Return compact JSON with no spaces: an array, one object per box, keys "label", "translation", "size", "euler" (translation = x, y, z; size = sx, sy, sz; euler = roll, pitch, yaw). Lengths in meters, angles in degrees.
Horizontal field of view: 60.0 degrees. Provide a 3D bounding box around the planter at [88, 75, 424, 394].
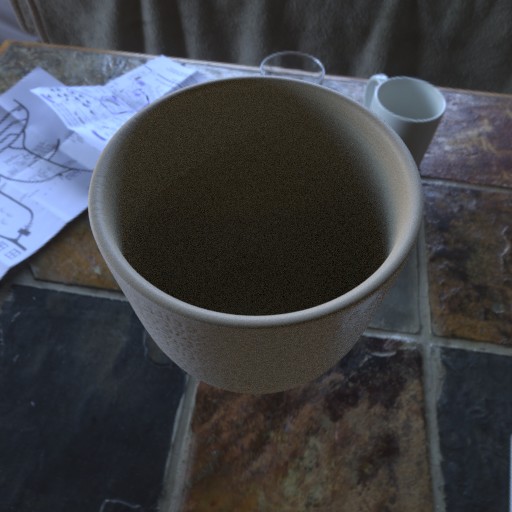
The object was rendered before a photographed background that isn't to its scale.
[{"label":"planter","translation":[0.000,0.000,0.291],"size":[0.170,0.152,0.170],"euler":[0,57,0]}]
